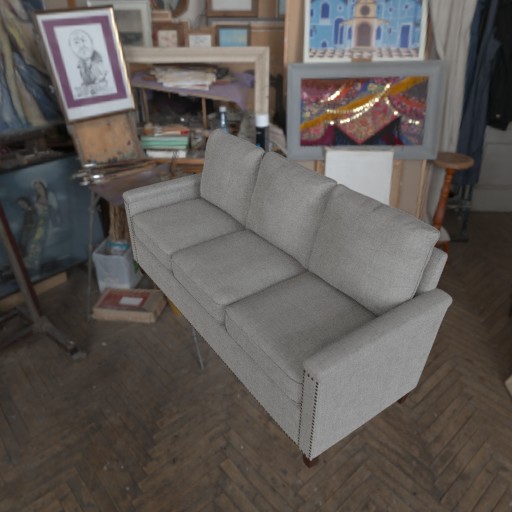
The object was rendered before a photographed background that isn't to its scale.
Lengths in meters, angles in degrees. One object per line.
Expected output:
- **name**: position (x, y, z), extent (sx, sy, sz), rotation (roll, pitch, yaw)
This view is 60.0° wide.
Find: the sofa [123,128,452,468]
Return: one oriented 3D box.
- **sofa**: position (0.000, 0.000, 2.480), extent (0.828, 0.959, 1.925), rotation (-20, 37, -29)
